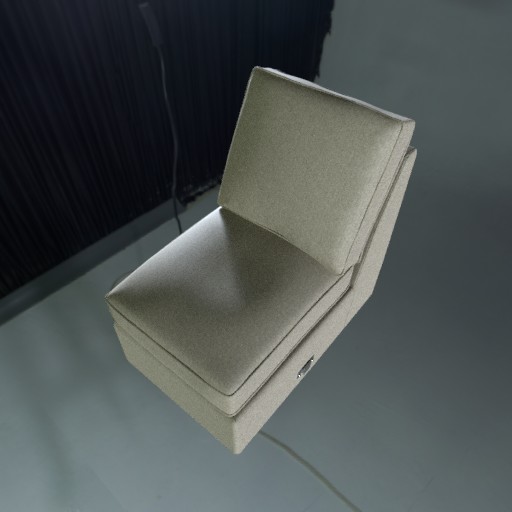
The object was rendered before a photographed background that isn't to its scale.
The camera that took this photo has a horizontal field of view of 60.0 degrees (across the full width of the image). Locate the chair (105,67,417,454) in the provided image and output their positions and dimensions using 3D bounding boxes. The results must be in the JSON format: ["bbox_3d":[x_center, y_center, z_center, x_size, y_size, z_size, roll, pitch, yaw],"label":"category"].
[{"bbox_3d":[0.000,0.000,1.704,0.674,1.058,1.020,31,54,26],"label":"chair"}]
